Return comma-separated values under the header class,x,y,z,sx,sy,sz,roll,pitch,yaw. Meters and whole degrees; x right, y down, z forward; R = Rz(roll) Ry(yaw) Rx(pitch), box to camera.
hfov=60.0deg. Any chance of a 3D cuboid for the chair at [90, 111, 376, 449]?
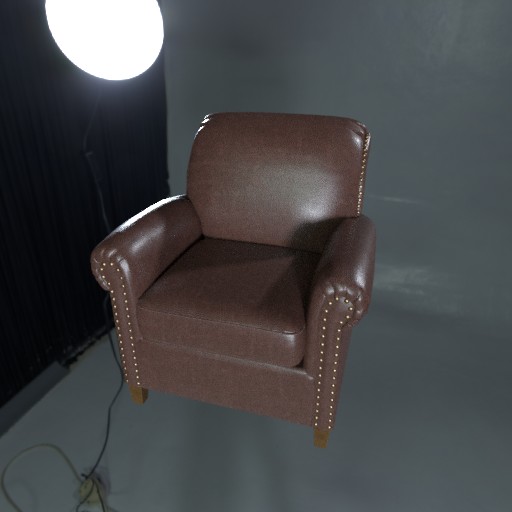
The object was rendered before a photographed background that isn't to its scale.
class,x,y,z,sx,sy,sz,roll,pitch,yaw
chair,0.000,0.000,1.638,0.854,0.927,0.890,8,27,15
